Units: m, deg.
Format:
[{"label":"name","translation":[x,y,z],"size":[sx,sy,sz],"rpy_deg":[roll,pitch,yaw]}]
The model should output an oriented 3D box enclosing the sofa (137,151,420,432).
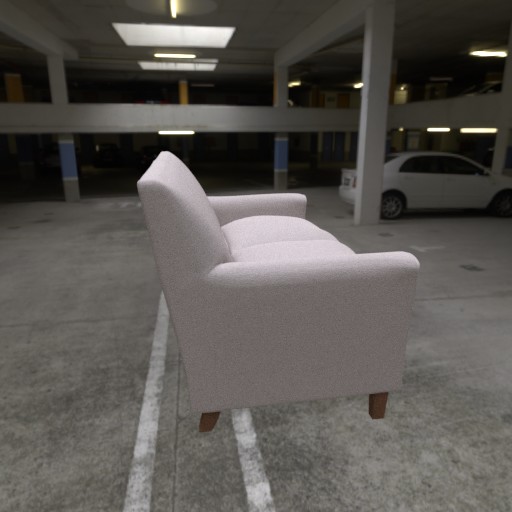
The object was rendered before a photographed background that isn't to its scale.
[{"label":"sofa","translation":[0.000,0.000,2.068],"size":[0.888,0.890,1.482],"rpy_deg":[-3,16,-9]}]
